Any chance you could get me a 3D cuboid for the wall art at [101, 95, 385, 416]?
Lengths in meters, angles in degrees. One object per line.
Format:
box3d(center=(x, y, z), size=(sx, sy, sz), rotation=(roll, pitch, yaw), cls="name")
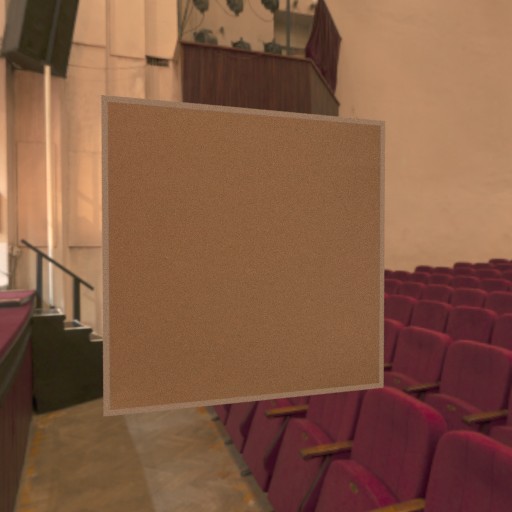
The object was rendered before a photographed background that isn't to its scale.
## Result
box3d(center=(0.000, 0.000, 1.236), size=(0.809, 0.809, 0.012), rotation=(0, 1, -17), cls="wall art")
